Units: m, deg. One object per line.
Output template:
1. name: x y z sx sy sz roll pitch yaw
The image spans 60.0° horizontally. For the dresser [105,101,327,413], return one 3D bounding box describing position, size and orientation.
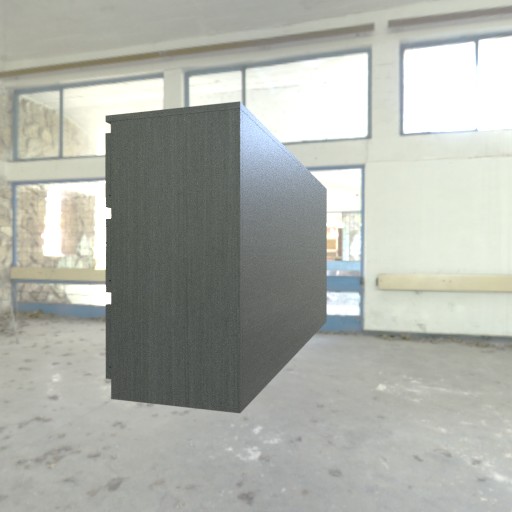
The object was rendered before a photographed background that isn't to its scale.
1. dresser: 0.000 0.000 1.947 0.400 0.795 1.590 0 0 17
